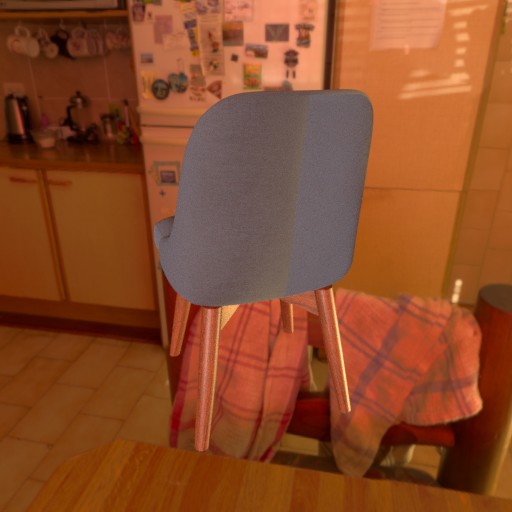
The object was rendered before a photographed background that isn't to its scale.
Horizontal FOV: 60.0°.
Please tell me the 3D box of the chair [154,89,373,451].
[{"bbox_3d":[0.000,0.000,1.208,0.503,0.882,0.589,-8,25,-17],"label":"chair"}]
